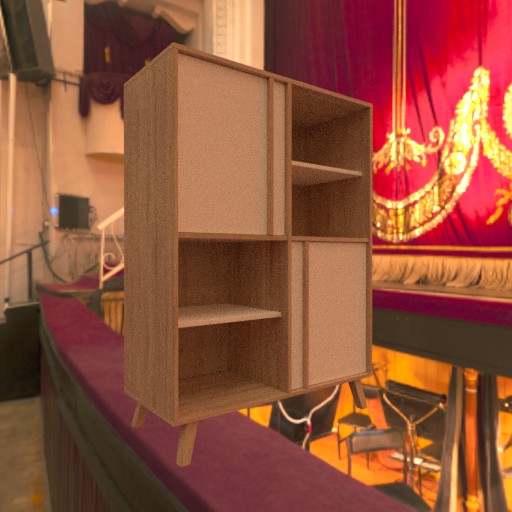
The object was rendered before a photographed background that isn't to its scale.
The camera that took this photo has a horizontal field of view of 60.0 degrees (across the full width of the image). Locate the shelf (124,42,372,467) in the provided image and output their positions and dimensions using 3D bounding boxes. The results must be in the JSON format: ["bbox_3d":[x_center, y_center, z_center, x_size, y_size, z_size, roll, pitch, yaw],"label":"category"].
[{"bbox_3d":[0.000,0.000,1.915,1.000,1.390,0.450,0,0,-37],"label":"shelf"}]
